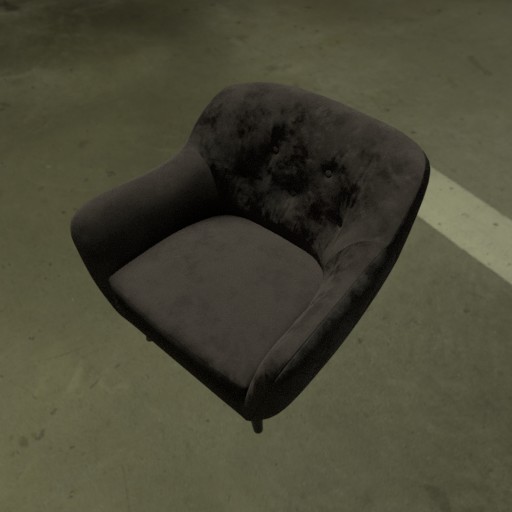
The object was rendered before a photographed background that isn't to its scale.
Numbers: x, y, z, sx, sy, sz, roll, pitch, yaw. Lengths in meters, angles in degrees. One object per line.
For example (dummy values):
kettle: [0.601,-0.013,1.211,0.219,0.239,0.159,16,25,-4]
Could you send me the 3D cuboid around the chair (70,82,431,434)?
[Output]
chair: [0.000,0.000,1.472,0.840,0.807,0.819,32,54,26]
